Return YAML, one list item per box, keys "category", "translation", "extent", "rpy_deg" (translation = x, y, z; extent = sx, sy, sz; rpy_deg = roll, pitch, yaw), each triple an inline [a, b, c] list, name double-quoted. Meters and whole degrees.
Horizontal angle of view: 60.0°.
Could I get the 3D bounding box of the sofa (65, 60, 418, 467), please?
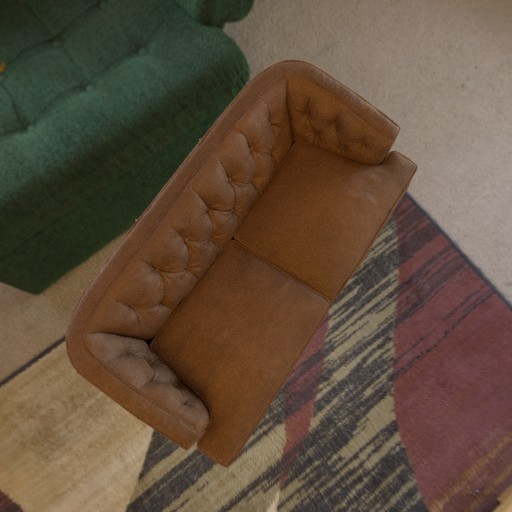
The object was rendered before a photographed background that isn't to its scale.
- category: "sofa"
  translation: [0.000, 0.000, 2.218]
  extent: [0.917, 0.799, 1.767]
  rpy_deg: [33, 77, 9]
